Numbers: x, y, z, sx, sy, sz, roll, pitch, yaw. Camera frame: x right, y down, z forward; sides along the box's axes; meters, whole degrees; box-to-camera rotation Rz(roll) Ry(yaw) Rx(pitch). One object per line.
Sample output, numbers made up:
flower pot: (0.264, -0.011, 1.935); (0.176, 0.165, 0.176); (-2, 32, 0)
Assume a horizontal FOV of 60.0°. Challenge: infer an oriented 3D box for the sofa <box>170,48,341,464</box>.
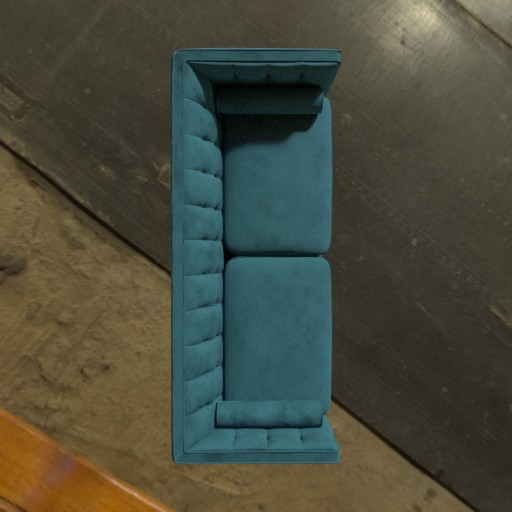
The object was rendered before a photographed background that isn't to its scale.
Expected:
sofa: (0.000, 0.000, 2.568); (0.867, 0.789, 2.087); (0, 91, 0)
